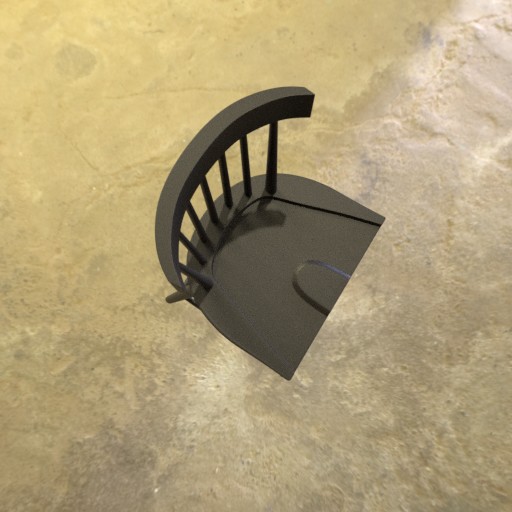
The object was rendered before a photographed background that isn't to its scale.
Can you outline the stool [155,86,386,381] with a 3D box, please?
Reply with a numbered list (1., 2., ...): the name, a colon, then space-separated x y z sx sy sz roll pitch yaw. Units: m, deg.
1. stool: 0.000 0.000 1.265 0.549 0.953 0.494 31 77 8
